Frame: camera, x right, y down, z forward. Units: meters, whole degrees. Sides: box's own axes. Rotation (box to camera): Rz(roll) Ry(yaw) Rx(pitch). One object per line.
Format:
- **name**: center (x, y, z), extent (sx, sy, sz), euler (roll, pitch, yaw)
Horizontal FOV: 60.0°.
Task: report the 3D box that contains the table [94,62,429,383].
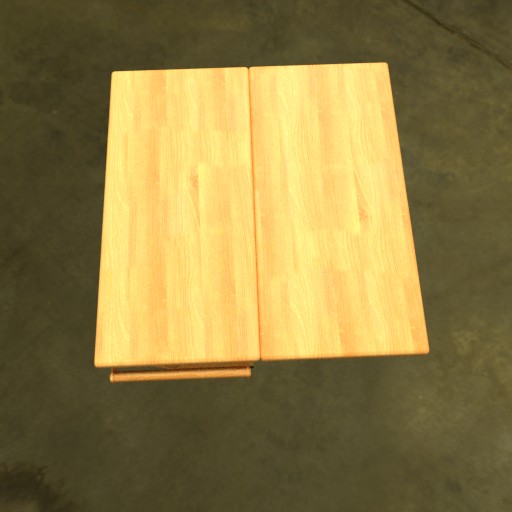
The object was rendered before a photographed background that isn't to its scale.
- **table**: center (0.000, 0.000, 1.403), extent (0.693, 0.832, 0.752), euler (-2, 74, -1)
